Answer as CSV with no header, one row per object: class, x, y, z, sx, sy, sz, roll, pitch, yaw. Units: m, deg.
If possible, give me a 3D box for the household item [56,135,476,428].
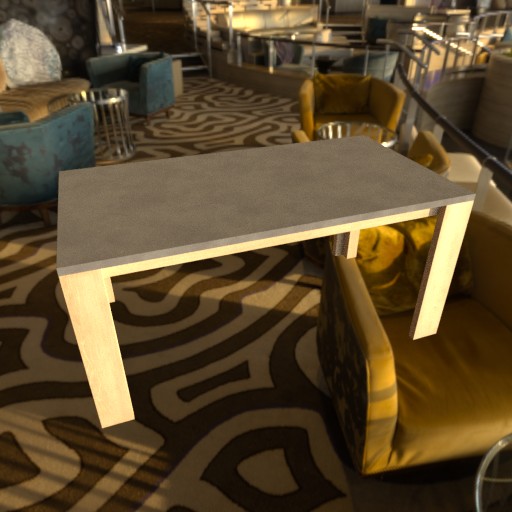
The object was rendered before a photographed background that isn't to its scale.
household item,0.000,0.000,2.114,1.600,0.755,0.850,-11,34,-17
